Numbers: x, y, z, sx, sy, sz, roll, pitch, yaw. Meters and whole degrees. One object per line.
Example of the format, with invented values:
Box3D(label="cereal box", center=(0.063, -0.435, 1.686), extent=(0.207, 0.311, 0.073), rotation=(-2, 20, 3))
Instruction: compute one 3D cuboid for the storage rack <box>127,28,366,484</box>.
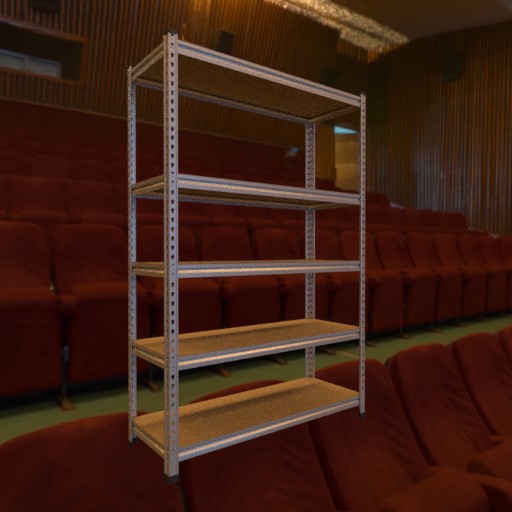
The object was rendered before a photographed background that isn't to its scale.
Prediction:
Box3D(label="storage rack", center=(0.000, 0.000, 2.320), extent=(1.219, 1.829, 0.457), rotation=(0, 1, -37))
